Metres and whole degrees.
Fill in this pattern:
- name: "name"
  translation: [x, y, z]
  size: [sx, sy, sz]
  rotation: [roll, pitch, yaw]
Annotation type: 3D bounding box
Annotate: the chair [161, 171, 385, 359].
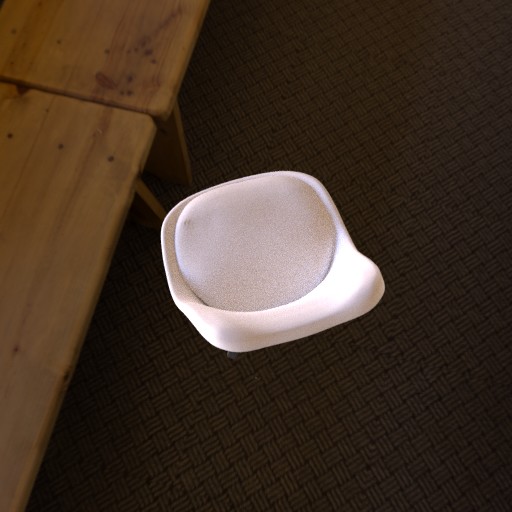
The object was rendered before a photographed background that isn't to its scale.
- name: "chair"
  translation: [0.000, 0.000, 1.240]
  size: [0.550, 0.930, 0.550]
  rotation: [-17, 75, -5]
